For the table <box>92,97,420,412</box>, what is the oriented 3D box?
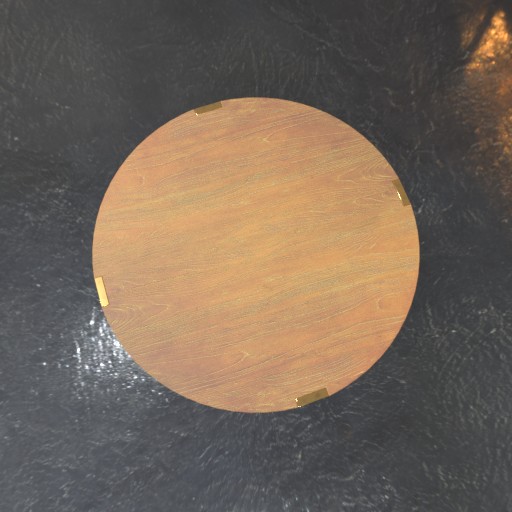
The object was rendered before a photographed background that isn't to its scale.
[{"bbox_3d":[0.000,0.000,1.704,1.100,0.420,1.100,0,75,0],"label":"table"}]
